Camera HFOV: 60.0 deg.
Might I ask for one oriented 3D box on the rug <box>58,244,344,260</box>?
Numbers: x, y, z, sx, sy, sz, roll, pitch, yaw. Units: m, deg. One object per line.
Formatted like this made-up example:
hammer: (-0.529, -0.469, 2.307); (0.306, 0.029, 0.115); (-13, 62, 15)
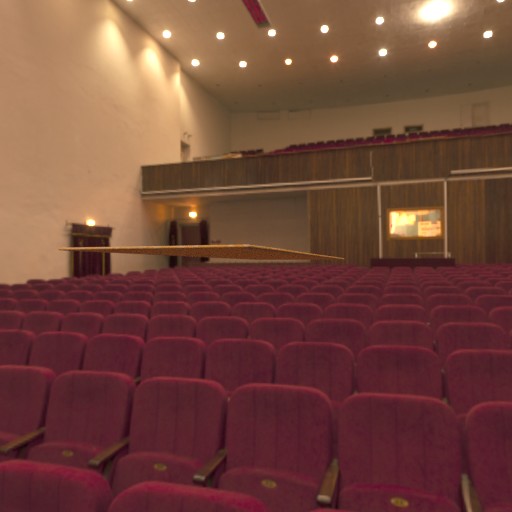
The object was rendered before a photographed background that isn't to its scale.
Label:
rug: (0.000, 0.000, 2.700); (0.775, 0.010, 2.438); (0, -1, 18)
